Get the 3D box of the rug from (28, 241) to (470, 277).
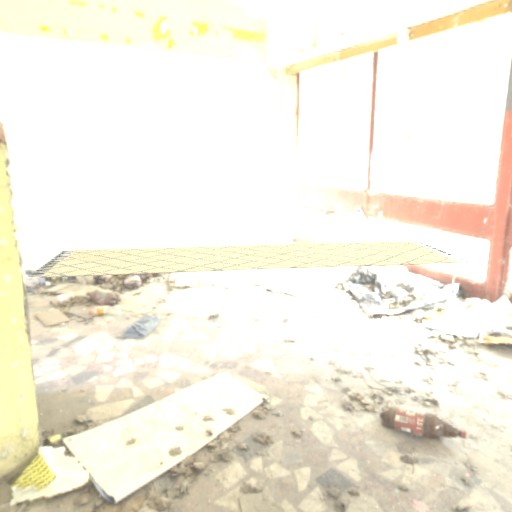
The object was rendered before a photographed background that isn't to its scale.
[{"bbox_3d":[0.000,0.000,2.634,2.372,0.008,0.620,-2,14,-7],"label":"rug"}]
